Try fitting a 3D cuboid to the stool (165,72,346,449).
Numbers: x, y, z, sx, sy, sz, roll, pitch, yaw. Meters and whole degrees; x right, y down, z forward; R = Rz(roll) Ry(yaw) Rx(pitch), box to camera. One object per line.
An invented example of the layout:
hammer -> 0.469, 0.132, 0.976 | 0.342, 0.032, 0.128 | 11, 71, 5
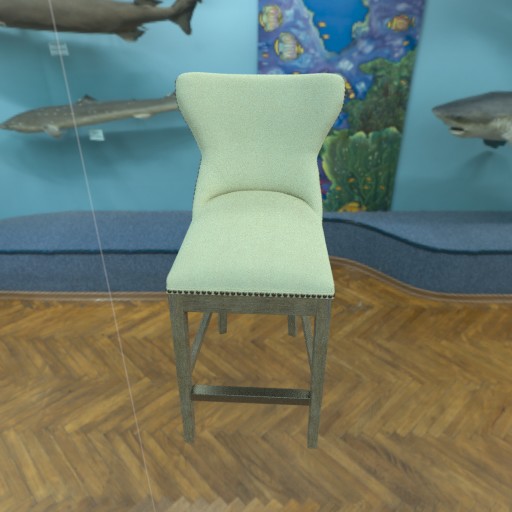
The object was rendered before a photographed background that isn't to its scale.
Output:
stool -> 0.000, 0.000, 1.351 | 0.498, 0.981, 0.608 | 2, 31, 3
